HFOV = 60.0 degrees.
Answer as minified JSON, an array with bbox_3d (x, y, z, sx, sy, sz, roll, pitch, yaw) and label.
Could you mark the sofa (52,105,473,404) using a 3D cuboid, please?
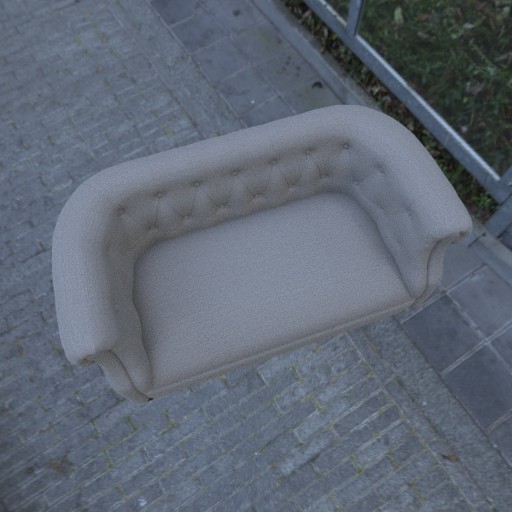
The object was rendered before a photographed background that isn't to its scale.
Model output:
[{"bbox_3d":[0.000,0.000,1.997,1.558,0.827,0.835,-18,67,-8],"label":"sofa"}]
